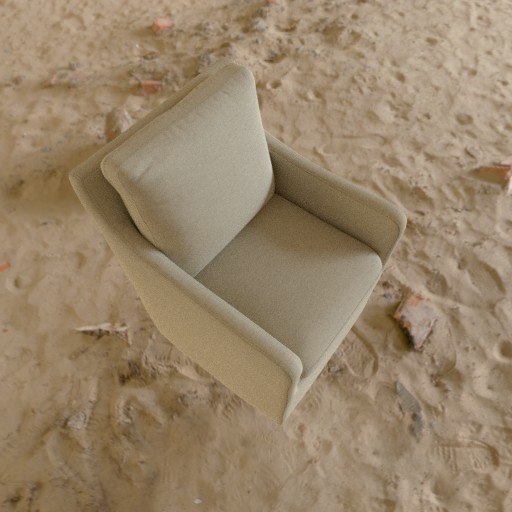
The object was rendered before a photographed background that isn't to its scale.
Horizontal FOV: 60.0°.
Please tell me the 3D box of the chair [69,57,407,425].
[{"bbox_3d":[0.000,0.000,1.392,0.694,0.914,0.626,33,64,19],"label":"chair"}]
